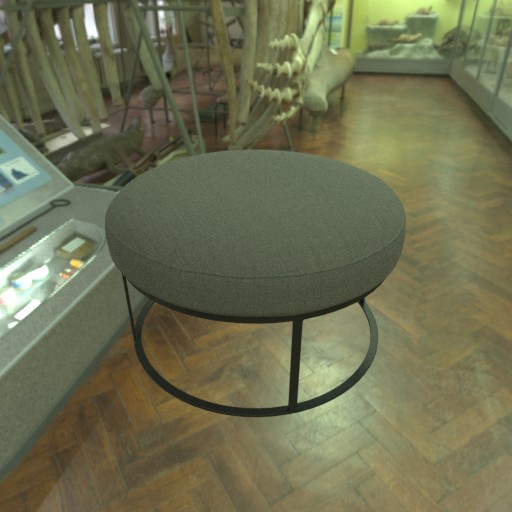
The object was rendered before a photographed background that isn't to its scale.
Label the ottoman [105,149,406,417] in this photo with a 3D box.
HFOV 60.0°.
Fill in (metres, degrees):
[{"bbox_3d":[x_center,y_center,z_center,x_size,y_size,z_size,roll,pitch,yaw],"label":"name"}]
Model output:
[{"bbox_3d":[0.000,0.000,1.250,0.772,0.460,0.772,0,30,0],"label":"ottoman"}]
